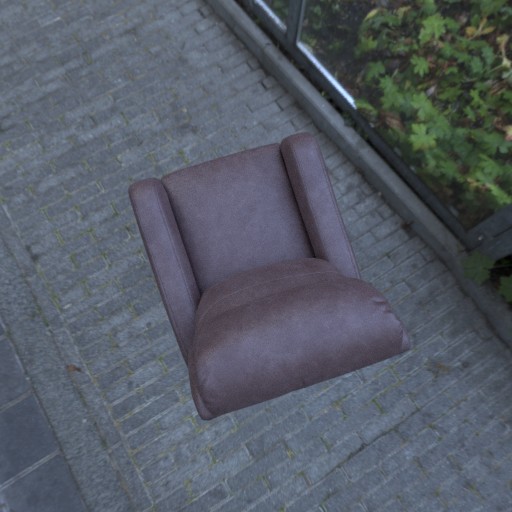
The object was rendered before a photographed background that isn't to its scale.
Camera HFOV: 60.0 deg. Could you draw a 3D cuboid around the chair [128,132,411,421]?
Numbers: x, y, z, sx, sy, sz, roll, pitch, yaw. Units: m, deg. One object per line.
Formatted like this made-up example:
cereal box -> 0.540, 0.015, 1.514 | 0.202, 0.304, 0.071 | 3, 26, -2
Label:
chair -> 0.000, 0.000, 1.838 | 0.865, 1.067, 1.067 | -18, 76, -5
